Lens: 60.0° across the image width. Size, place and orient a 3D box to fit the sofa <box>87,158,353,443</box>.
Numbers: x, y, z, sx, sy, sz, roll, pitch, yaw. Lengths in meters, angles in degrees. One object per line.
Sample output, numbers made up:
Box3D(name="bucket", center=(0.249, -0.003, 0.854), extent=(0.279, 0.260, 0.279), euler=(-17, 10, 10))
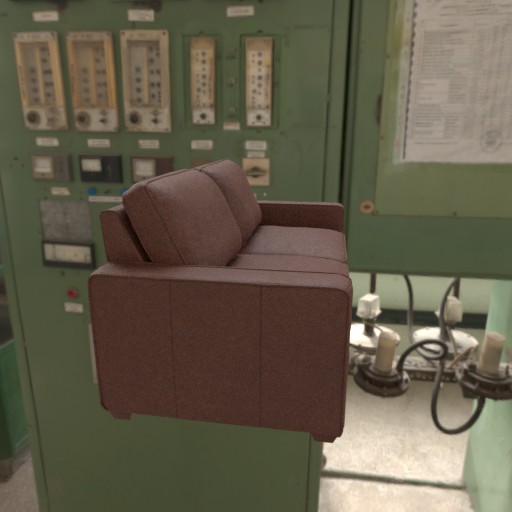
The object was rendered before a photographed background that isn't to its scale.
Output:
Box3D(name="sofa", center=(0.000, 0.000, 2.311), extent=(0.947, 0.918, 1.709), euler=(3, 16, 9))
